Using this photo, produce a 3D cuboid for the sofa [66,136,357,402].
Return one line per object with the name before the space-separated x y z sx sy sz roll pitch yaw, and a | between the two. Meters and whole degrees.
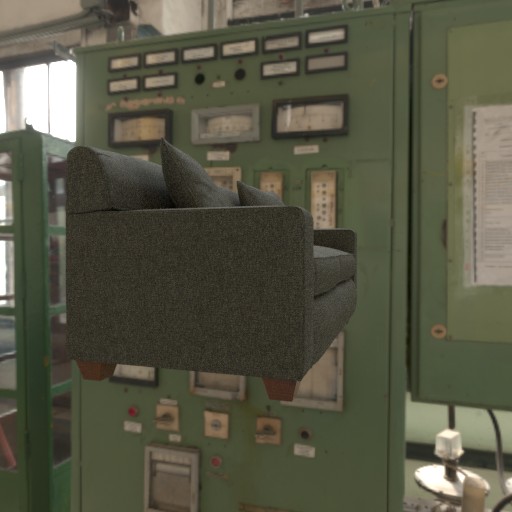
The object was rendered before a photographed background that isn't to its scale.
sofa | 0.000 0.000 2.442 0.998 0.958 1.846 0 1 18
